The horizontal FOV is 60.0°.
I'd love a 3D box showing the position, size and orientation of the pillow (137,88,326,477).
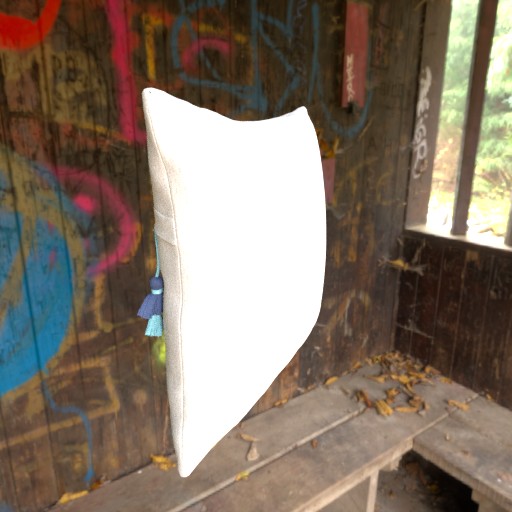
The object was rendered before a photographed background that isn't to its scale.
[{"bbox_3d":[0.000,0.000,0.655,0.173,0.436,0.433,8,18,25],"label":"pillow"}]
